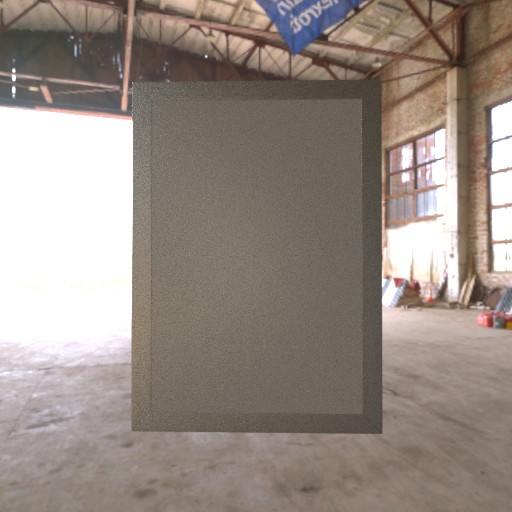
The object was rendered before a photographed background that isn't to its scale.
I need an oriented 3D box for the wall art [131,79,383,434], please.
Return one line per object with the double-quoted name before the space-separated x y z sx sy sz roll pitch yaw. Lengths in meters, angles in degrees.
"wall art" 0.000 0.000 0.672 0.376 0.529 0.013 0 -1 2
